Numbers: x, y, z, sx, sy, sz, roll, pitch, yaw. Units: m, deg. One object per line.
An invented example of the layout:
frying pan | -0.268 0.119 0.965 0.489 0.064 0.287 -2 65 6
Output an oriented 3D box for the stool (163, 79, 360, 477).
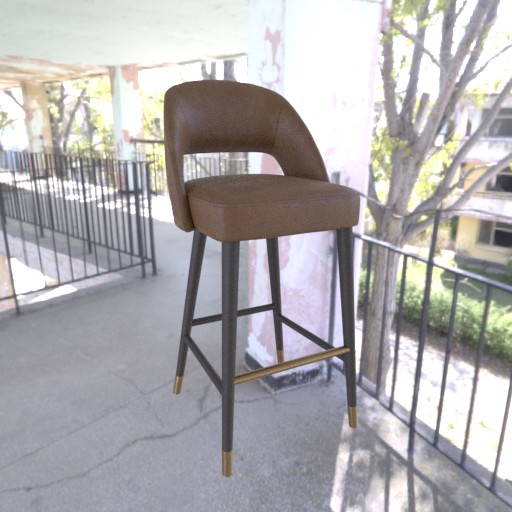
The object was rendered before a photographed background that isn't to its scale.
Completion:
stool | 0.000 0.000 1.342 0.494 1.037 0.509 -8 18 -27
